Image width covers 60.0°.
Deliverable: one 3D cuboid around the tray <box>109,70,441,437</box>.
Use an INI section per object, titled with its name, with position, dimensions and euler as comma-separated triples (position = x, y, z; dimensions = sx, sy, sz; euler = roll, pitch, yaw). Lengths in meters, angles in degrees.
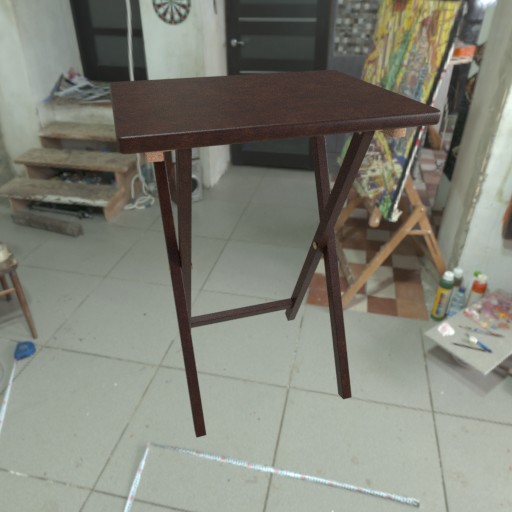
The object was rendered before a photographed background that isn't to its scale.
[tray]
position = 0.000, 0.000, 0.943
dimensions = 0.483, 0.660, 0.381
euler = -9, 33, -14
